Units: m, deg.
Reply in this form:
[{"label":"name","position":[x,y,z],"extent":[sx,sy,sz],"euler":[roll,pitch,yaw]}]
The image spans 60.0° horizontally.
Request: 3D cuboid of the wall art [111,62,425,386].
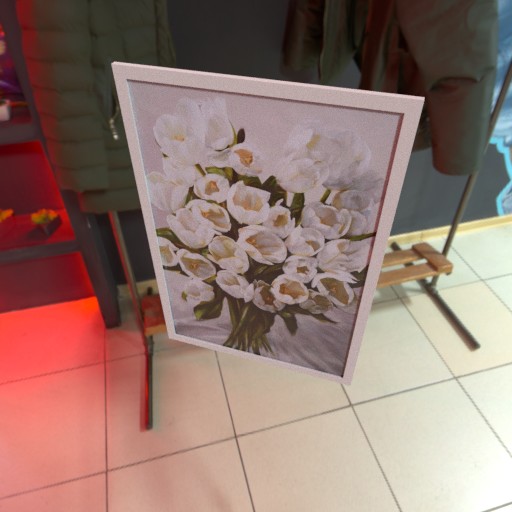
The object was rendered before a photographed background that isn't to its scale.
[{"label":"wall art","position":[0.000,0.000,1.224],"extent":[0.660,0.965,0.015],"euler":[12,43,13]}]
